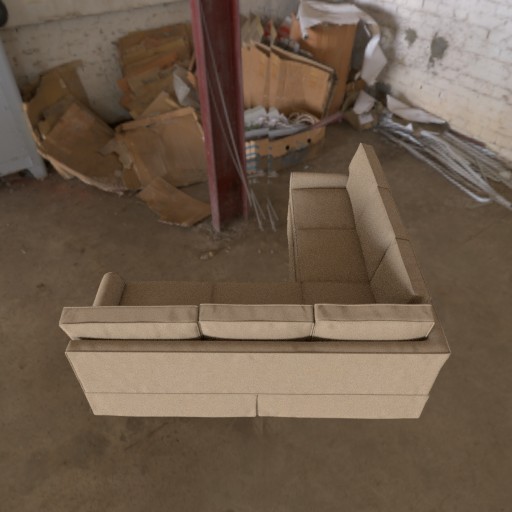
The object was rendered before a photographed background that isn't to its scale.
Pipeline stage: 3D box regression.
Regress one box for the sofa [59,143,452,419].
[{"bbox_3d":[0.000,0.000,4.263,2.733,1.124,2.730,0,42,0],"label":"sofa"}]
